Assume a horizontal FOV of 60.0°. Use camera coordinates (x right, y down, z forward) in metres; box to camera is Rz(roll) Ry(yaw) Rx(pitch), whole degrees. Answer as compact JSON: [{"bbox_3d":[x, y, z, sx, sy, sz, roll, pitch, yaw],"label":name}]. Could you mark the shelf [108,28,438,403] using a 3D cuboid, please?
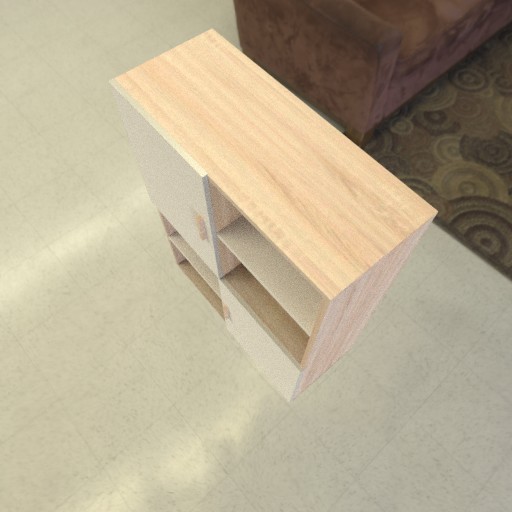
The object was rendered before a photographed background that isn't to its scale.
[{"bbox_3d":[0.000,0.000,1.909,0.434,1.405,0.995,-36,67,-18],"label":"shelf"}]
